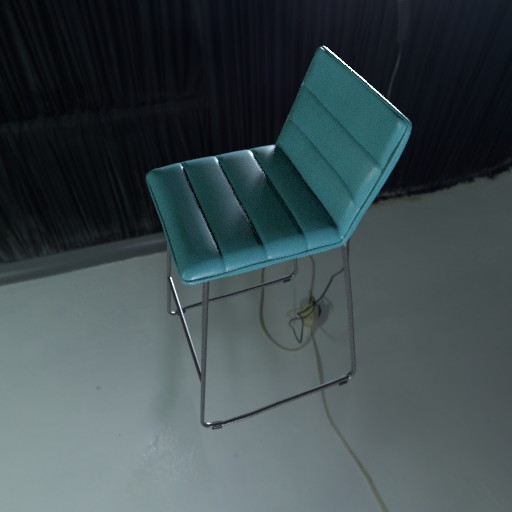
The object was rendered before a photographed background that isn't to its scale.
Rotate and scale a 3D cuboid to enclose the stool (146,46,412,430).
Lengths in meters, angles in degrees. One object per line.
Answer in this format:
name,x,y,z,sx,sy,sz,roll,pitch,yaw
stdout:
stool,0.000,0.000,1.224,0.524,0.936,0.489,-16,50,-14
